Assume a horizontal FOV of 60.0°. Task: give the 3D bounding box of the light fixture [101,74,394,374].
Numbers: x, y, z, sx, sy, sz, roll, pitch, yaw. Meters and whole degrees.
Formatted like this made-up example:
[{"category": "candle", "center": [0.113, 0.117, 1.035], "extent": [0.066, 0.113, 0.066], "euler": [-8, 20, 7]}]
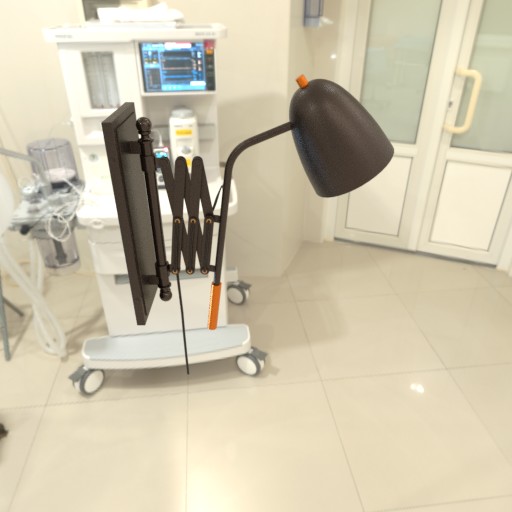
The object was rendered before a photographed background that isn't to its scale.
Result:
[{"category": "light fixture", "center": [0.000, 0.000, 0.931], "extent": [0.499, 0.715, 0.162], "euler": [0, 31, 0]}]
